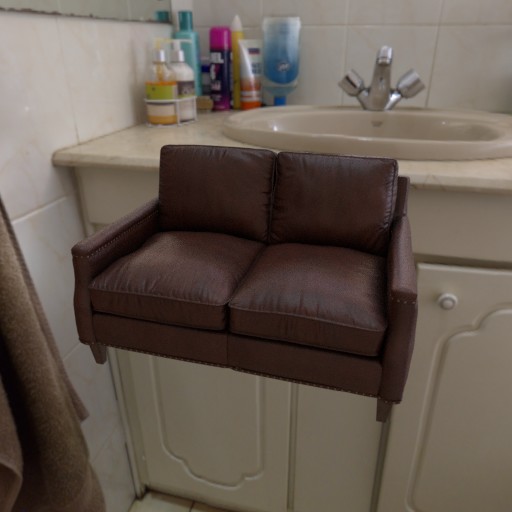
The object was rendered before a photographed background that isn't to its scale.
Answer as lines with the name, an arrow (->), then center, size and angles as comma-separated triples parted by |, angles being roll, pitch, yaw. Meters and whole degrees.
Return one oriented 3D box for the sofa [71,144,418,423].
sofa -> 0.000, 0.000, 2.371 | 1.628, 1.003, 1.083 | 7, 26, 15
